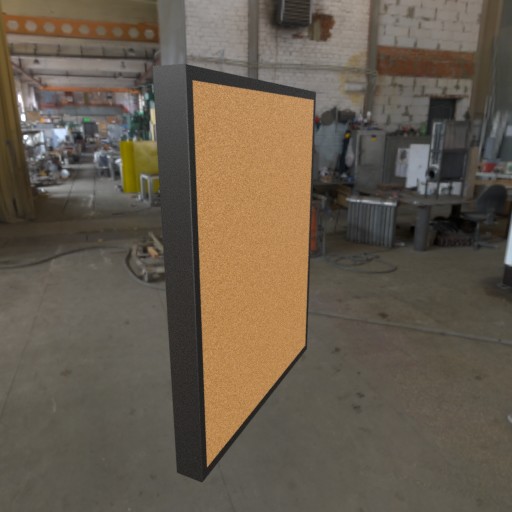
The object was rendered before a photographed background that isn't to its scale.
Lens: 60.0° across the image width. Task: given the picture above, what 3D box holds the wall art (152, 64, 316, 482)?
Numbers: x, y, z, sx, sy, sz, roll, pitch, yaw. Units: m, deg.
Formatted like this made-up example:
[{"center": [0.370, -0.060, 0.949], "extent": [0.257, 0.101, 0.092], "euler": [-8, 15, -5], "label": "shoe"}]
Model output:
[{"center": [0.000, 0.000, 0.504], "extent": [0.030, 0.369, 0.294], "euler": [8, 18, 25], "label": "wall art"}]
